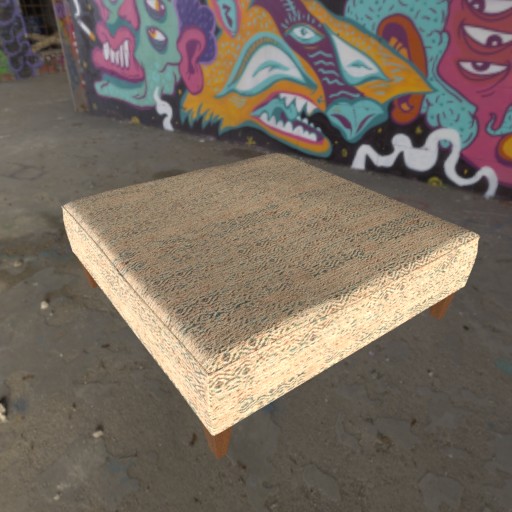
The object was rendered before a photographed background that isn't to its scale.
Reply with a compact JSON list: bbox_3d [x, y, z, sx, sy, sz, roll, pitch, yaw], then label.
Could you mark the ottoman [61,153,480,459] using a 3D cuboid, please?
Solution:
[{"bbox_3d":[0.000,0.000,1.508,0.968,0.356,1.004,-21,37,-30],"label":"ottoman"}]
